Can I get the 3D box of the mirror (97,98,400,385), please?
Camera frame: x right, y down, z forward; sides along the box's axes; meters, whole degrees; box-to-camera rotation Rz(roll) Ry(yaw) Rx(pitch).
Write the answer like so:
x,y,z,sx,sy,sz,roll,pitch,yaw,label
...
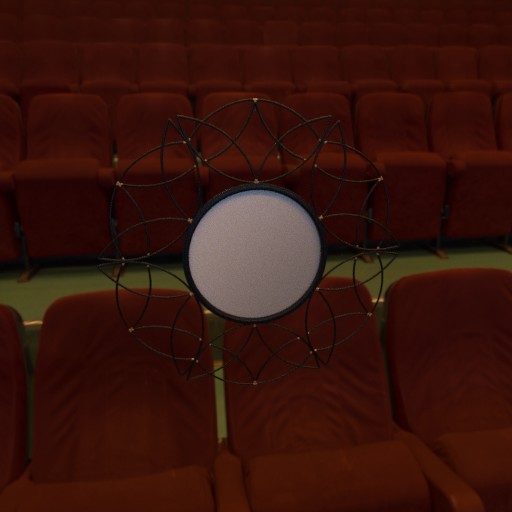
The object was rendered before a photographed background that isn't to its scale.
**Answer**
x,y,z,sx,sy,sz,roll,pitch,yaw,label
0.000,0.000,1.156,0.797,0.775,0.028,-3,17,-9,mirror
